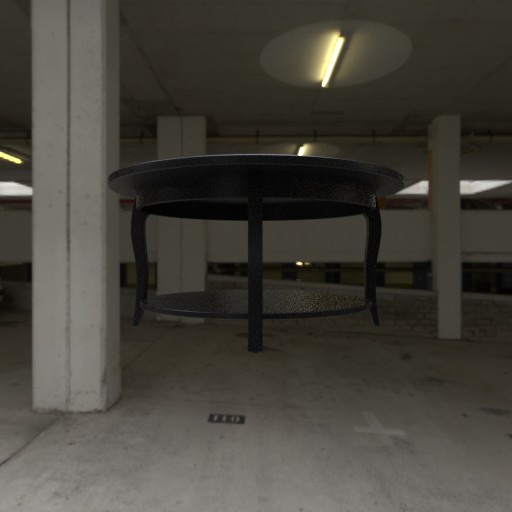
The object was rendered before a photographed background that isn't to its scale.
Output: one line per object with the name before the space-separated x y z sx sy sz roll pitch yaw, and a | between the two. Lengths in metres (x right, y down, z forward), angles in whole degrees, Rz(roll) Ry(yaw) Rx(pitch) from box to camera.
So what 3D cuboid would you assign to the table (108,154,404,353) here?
table | 0.000 0.000 1.442 0.914 0.457 0.914 0 0 0
